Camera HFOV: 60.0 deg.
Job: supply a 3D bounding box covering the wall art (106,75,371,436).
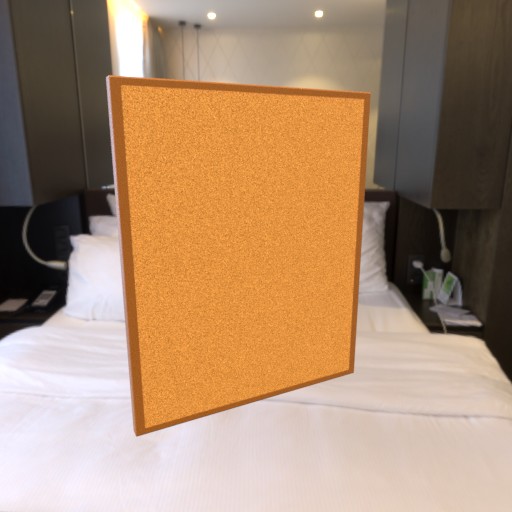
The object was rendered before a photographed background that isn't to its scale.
[{"bbox_3d":[0.000,0.000,0.525,0.310,0.379,0.015,-7,16,-27],"label":"wall art"}]
